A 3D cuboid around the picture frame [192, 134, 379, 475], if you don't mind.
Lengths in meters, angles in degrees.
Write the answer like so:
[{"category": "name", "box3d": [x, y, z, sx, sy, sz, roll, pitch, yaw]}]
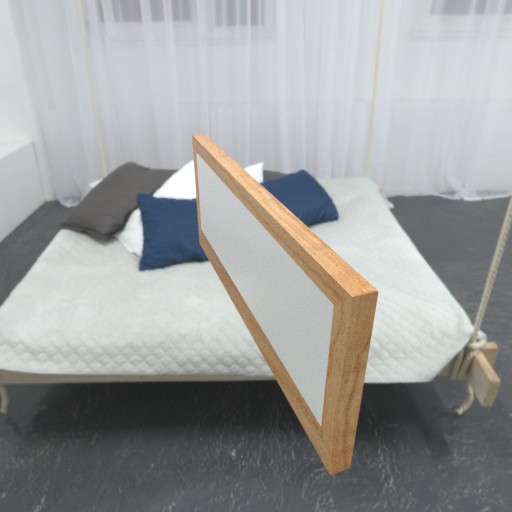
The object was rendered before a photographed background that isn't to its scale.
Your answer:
[{"category": "picture frame", "box3d": [0.000, 0.000, 0.670, 0.045, 0.234, 0.582, -10, 31, -18]}]
